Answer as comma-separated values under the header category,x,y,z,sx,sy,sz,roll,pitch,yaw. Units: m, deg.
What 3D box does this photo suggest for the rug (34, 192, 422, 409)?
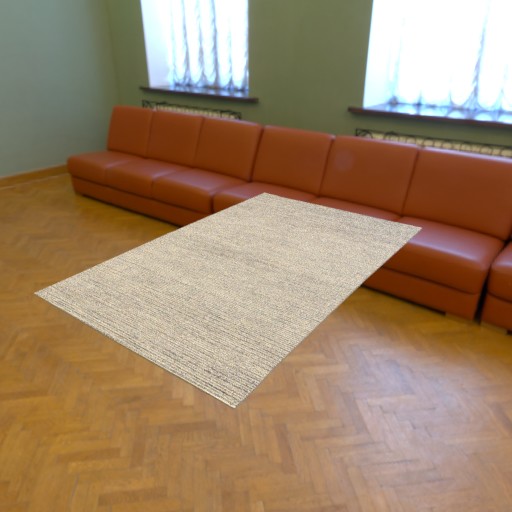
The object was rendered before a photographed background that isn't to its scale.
category,x,y,z,sx,sy,sz,roll,pitch,yaw
rug,0.000,0.000,2.327,1.162,0.022,1.804,18,32,32
